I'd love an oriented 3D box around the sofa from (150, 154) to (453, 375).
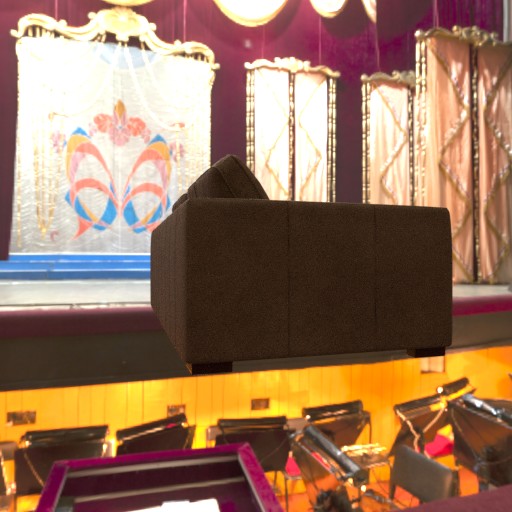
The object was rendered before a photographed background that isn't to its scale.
[{"bbox_3d":[0.000,0.000,2.485,1.070,0.800,1.920,0,0,-17],"label":"sofa"}]
